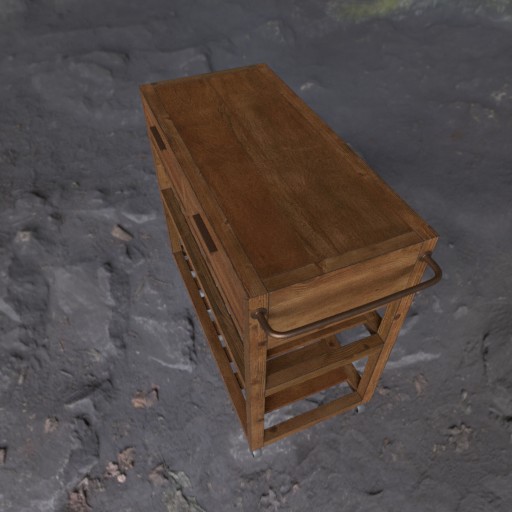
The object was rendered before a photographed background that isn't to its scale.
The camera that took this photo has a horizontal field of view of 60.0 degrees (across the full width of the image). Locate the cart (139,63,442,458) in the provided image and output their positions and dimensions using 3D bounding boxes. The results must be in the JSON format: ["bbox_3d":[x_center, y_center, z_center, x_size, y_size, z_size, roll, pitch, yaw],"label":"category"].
[{"bbox_3d":[0.000,0.000,1.452,0.445,0.830,1.065,-17,49,-15],"label":"cart"}]
